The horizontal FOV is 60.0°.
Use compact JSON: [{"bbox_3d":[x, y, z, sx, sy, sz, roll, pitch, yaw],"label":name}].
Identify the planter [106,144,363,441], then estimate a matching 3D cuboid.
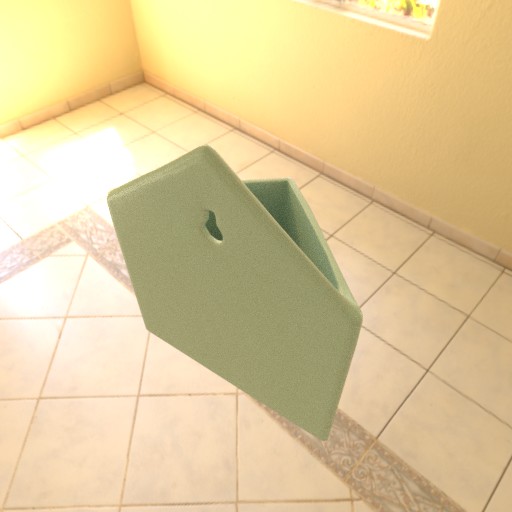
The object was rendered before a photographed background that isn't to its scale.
[{"bbox_3d":[0.000,0.000,0.276,0.164,0.197,0.079,26,52,23],"label":"planter"}]
